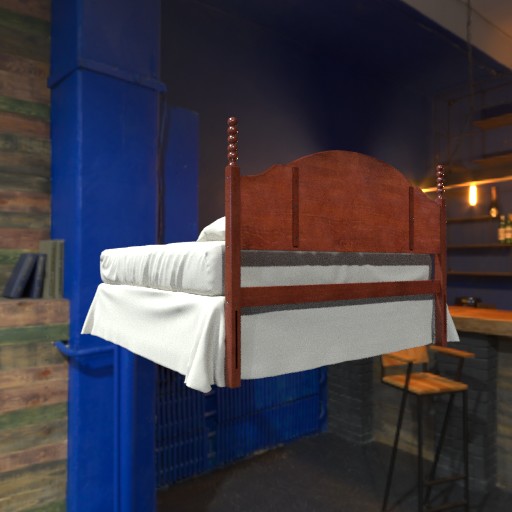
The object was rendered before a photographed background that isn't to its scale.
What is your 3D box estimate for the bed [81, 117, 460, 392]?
[{"bbox_3d":[0.000,0.000,3.638,2.322,1.355,2.219,1,-1,-36],"label":"bed"}]
